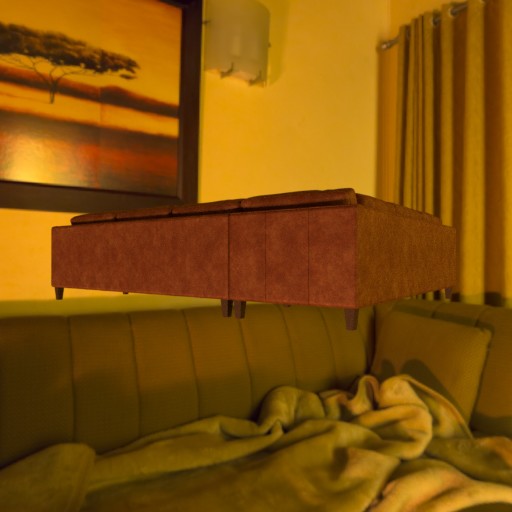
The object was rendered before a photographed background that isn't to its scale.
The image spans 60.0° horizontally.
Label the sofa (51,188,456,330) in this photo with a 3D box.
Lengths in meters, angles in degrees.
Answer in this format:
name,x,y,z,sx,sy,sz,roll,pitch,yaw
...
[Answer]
name,x,y,z,sx,sy,sz,roll,pitch,yaw
sofa,0.000,0.000,4.339,3.150,0.838,2.438,0,0,36
